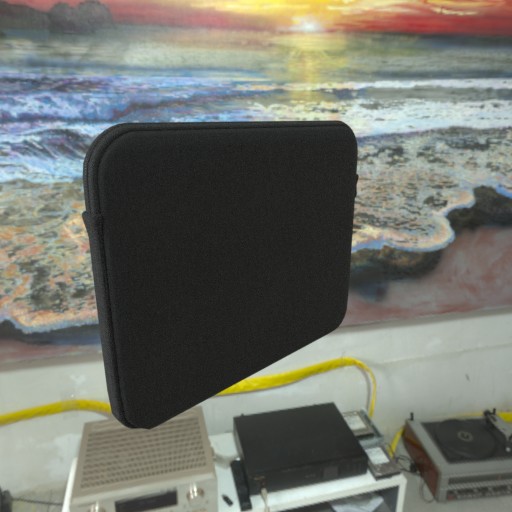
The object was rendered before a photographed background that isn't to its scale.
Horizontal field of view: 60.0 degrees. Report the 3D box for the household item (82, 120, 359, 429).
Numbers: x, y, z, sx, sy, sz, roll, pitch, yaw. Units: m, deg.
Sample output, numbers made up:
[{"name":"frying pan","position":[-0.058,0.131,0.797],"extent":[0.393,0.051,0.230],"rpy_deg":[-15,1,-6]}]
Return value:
[{"name":"household item","position":[0.000,0.000,0.524],"extent":[0.396,0.305,0.030],"rpy_deg":[-16,24,-42]}]
